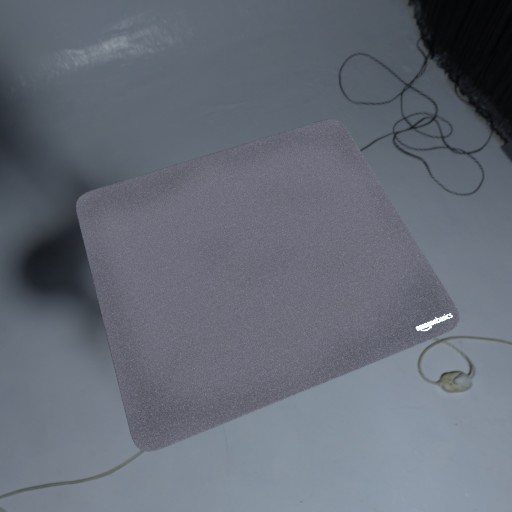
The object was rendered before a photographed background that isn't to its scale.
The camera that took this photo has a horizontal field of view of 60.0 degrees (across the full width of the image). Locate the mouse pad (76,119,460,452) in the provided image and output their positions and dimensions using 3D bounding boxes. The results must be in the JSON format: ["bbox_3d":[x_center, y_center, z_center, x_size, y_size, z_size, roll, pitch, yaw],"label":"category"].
[{"bbox_3d":[0.000,0.000,0.635,0.451,0.002,0.393,-19,65,-9],"label":"mouse pad"}]
